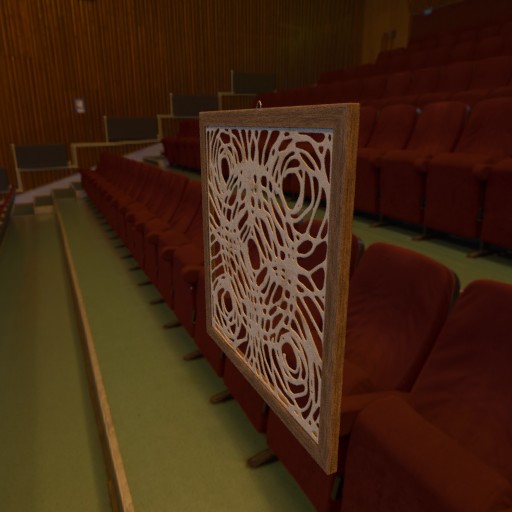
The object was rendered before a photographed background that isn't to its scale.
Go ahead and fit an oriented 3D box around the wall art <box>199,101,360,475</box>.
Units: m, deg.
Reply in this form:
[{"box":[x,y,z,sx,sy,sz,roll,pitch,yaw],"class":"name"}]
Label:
[{"box":[0.000,0.000,0.868,0.021,0.576,0.561,-8,19,-25],"class":"wall art"}]
